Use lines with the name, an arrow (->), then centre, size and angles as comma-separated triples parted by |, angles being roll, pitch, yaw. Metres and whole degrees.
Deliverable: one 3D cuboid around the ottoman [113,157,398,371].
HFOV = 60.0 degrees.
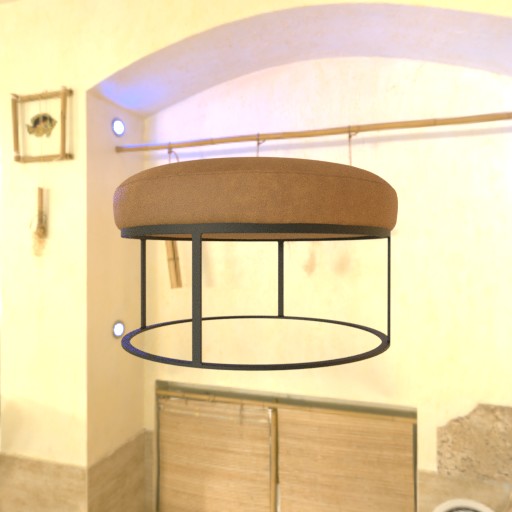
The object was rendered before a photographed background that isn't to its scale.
ottoman -> 0.000, 0.000, 1.263 | 0.771, 0.460, 0.771 | 0, 0, 0
